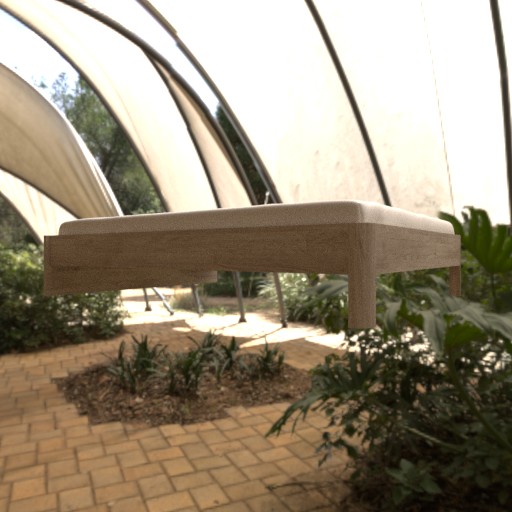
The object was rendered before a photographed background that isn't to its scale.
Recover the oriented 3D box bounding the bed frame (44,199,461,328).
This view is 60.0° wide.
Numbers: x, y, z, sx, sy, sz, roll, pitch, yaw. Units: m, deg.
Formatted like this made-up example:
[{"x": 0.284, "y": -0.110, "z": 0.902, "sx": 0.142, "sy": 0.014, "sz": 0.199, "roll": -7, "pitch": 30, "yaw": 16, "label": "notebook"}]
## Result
[{"x": 0.000, "y": 0.000, "z": 2.589, "sx": 1.950, "sy": 0.462, "sz": 1.490, "roll": 0, "pitch": 1, "yaw": 36, "label": "bed frame"}]
